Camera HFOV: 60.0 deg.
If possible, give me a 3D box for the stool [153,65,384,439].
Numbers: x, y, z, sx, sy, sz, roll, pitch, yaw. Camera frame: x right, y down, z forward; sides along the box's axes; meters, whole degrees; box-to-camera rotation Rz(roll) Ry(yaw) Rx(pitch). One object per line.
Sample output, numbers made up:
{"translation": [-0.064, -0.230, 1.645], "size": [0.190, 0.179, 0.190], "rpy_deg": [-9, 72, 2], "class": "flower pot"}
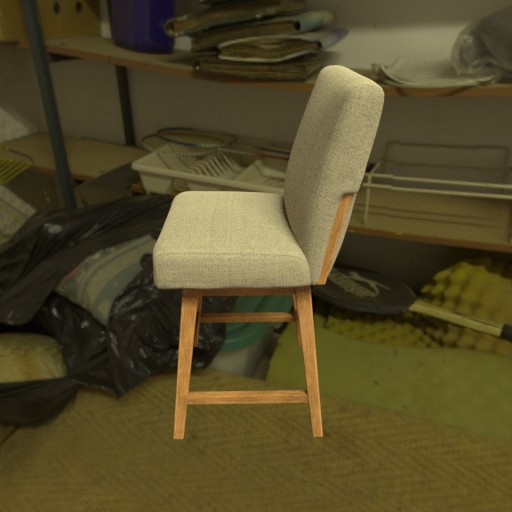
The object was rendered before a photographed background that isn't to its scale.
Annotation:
{"translation": [0.000, 0.000, 1.309], "size": [0.526, 1.010, 0.459], "rpy_deg": [0, 28, -1], "class": "stool"}
